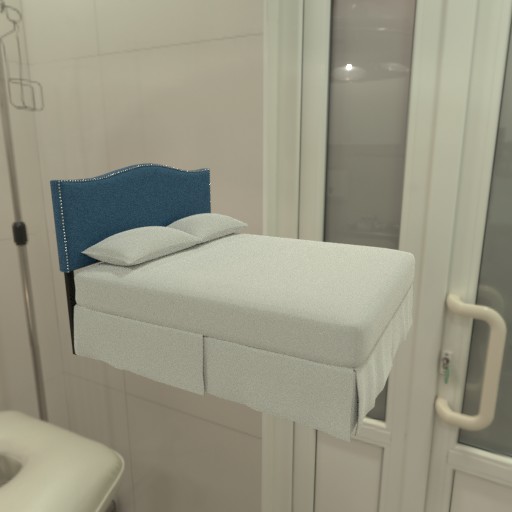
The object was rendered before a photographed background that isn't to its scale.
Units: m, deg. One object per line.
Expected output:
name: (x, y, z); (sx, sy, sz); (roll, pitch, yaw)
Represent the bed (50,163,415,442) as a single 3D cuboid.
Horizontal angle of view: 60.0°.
bed: (0.000, 0.000, 2.935); (1.872, 1.169, 1.610); (7, 16, 27)
